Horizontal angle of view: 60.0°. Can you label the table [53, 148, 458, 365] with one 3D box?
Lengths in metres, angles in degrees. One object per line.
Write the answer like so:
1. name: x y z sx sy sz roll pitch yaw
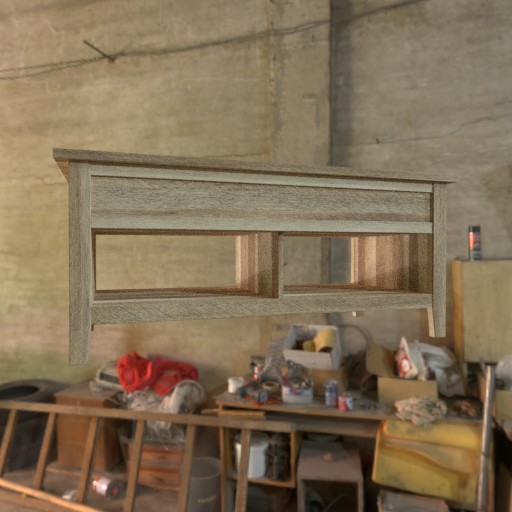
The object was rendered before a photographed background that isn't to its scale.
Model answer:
1. table: 0.000 0.000 1.372 1.095 0.480 0.493 0 1 -19
